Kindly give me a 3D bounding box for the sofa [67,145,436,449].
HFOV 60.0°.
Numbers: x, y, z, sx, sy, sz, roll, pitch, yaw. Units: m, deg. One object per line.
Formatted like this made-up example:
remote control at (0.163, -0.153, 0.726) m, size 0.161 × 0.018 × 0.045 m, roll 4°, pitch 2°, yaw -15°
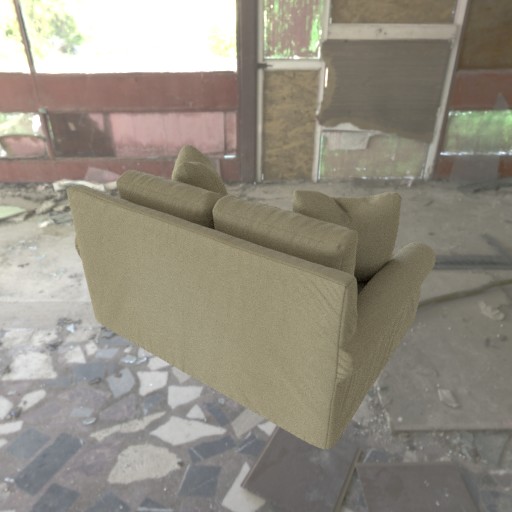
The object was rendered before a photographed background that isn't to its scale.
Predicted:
sofa at (0.000, 0.000, 2.235) m, size 1.550 × 0.905 × 1.070 m, roll 19°, pitch 35°, yaw 30°
